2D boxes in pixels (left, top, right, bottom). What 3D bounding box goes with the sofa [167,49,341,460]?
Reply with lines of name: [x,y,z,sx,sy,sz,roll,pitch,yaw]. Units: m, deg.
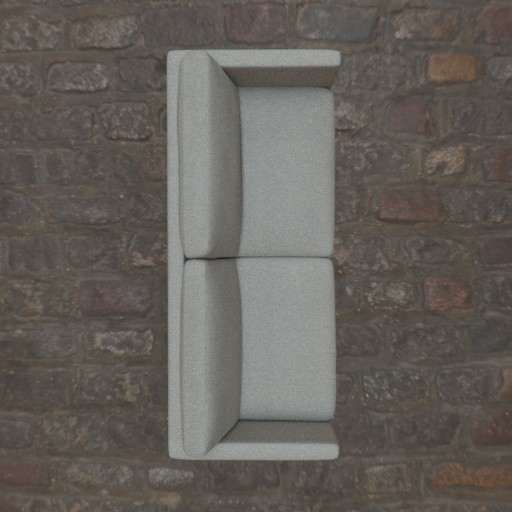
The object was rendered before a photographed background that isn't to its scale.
sofa: [0.000,0.000,2.629,0.956,0.963,2.208,0,91,1]
